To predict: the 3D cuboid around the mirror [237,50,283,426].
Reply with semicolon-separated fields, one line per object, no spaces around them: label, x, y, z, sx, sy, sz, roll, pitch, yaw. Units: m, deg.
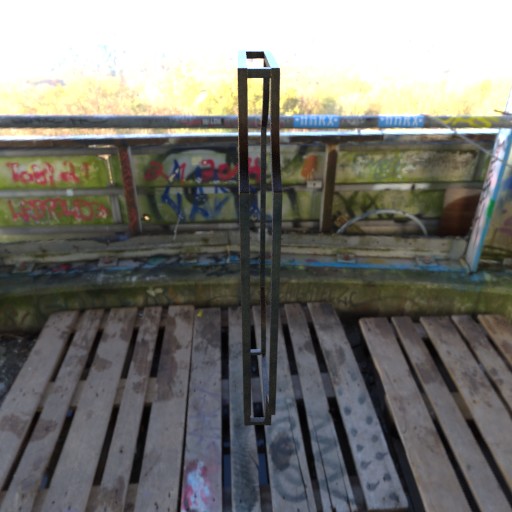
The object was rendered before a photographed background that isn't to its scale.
mirror;0.000;0.000;0.987;0.066;0.811;0.462;-1;30;-2
